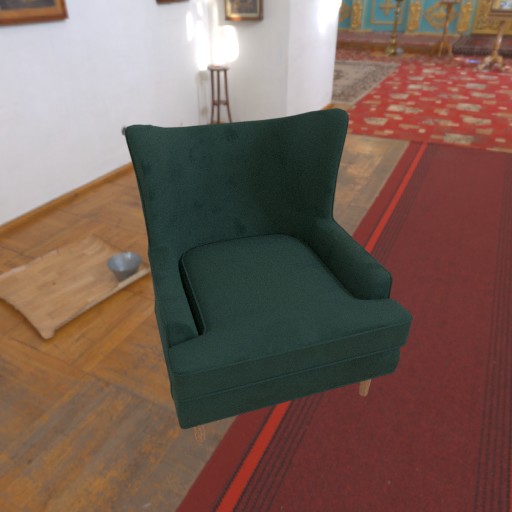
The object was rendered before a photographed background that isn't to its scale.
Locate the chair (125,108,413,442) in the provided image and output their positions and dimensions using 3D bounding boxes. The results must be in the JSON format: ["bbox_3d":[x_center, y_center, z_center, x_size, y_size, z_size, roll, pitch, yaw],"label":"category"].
[{"bbox_3d":[0.000,0.000,1.647,0.793,0.952,0.910,-10,33,-16],"label":"chair"}]
